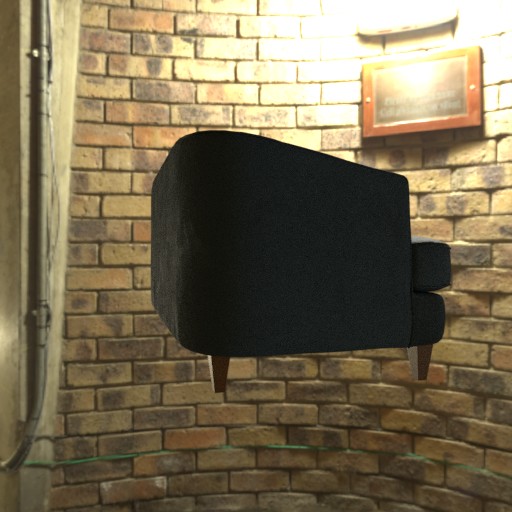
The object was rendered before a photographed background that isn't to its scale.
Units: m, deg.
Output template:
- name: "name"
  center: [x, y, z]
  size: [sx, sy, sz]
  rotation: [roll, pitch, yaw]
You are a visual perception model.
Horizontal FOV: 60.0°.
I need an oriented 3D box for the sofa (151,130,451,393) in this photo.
- name: "sofa"
  center: [0.000, 0.000, 2.204]
  size: [0.941, 0.854, 1.733]
  rotation: [0, 1, -18]
